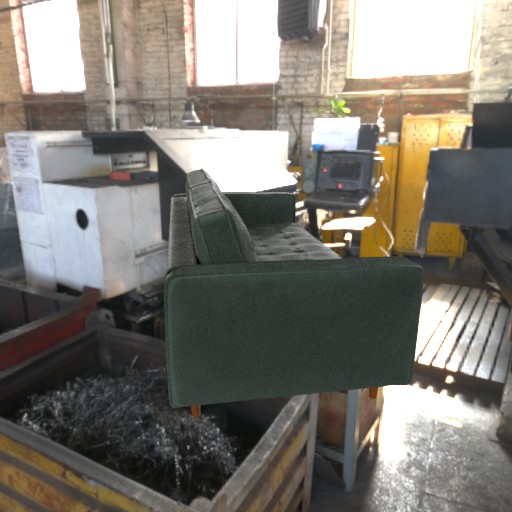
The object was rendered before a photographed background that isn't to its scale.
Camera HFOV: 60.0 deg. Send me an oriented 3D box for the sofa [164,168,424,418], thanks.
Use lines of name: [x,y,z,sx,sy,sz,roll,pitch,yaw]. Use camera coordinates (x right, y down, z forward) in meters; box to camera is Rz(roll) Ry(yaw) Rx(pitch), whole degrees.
sofa: [0.000,0.000,2.296,0.886,0.781,1.816,-3,16,-9]
